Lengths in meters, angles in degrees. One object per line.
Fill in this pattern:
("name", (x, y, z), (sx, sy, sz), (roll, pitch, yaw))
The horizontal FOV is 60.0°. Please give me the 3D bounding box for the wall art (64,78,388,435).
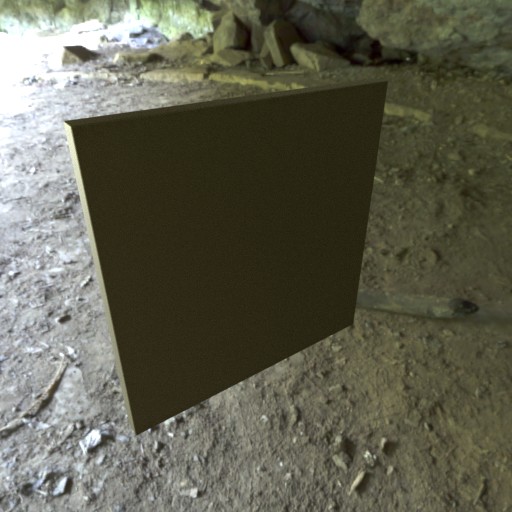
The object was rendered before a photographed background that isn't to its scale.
("wall art", (0.000, 0.000, 0.736), (0.503, 0.506, 0.031), (-20, 36, -29))
